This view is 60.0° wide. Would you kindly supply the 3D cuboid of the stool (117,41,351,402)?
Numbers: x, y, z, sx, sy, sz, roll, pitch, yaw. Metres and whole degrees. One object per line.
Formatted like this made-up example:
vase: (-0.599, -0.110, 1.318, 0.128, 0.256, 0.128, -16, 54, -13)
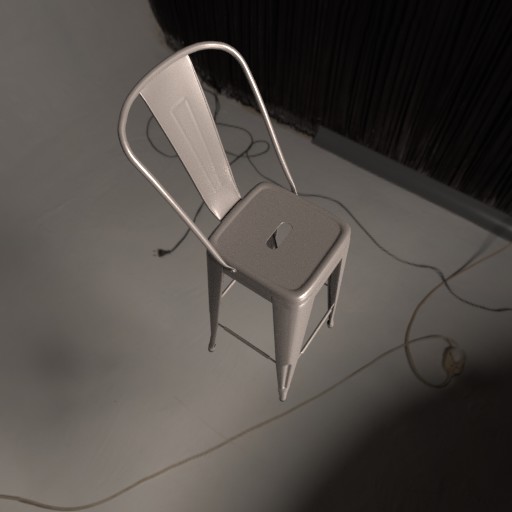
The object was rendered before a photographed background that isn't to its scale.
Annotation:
stool: (0.000, 0.000, 1.334, 0.513, 1.096, 0.399, 31, 63, 18)
